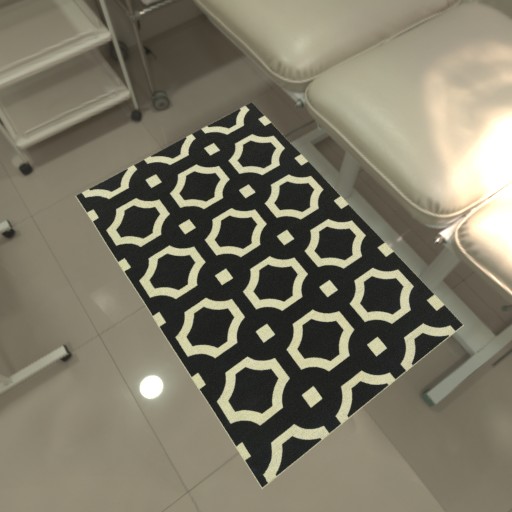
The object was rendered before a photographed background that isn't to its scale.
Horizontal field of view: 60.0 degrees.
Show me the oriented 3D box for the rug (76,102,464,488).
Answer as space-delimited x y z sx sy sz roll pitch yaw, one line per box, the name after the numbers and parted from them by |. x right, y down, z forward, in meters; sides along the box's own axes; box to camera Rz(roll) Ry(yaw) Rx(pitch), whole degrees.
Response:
0.000 0.000 2.968 1.555 0.016 2.286 -33 68 -15 | rug
